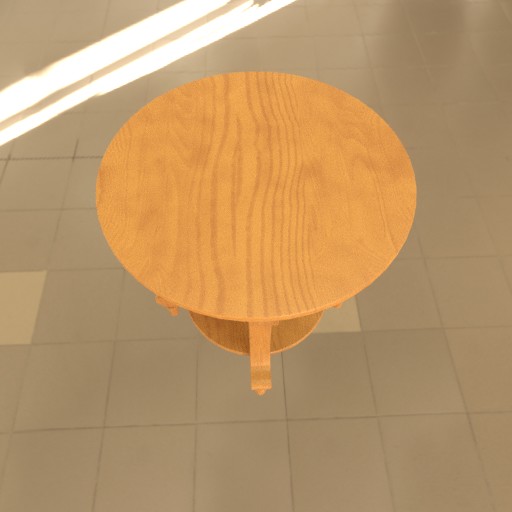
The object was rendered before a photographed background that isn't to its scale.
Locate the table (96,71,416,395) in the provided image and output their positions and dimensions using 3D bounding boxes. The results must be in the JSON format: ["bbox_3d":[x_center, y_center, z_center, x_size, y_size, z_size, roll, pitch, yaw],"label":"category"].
[{"bbox_3d":[0.000,0.000,1.096,0.597,0.612,0.597,0,59,0],"label":"table"}]
